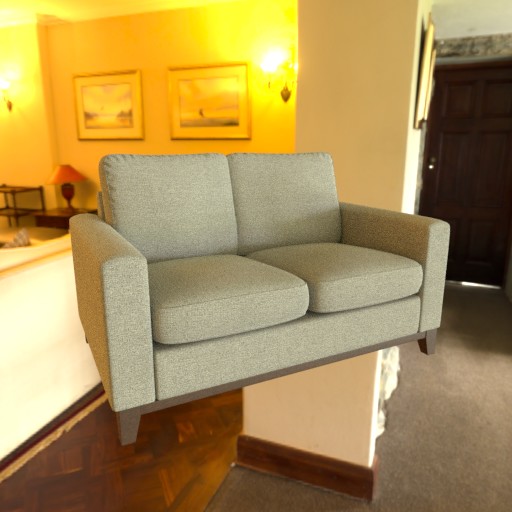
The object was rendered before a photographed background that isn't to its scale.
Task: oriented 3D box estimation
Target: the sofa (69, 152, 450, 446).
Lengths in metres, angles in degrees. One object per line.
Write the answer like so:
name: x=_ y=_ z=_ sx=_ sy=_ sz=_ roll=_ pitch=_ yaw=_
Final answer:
sofa: x=0.000 y=0.000 z=1.943 sx=1.420 sy=0.873 sz=0.917 roll=-7 pitch=16 yaw=-27
